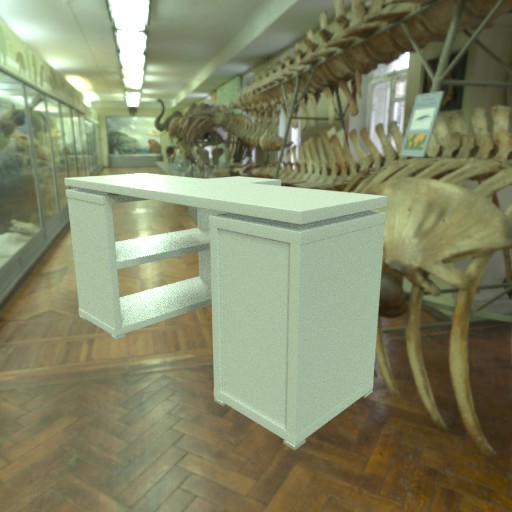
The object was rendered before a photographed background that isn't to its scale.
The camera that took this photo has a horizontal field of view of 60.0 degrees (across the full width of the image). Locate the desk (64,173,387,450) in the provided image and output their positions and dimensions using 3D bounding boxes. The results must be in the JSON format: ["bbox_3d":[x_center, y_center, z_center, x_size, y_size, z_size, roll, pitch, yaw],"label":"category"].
[{"bbox_3d":[0.000,0.000,2.217,1.524,0.753,1.200,14,20,43],"label":"desk"}]
